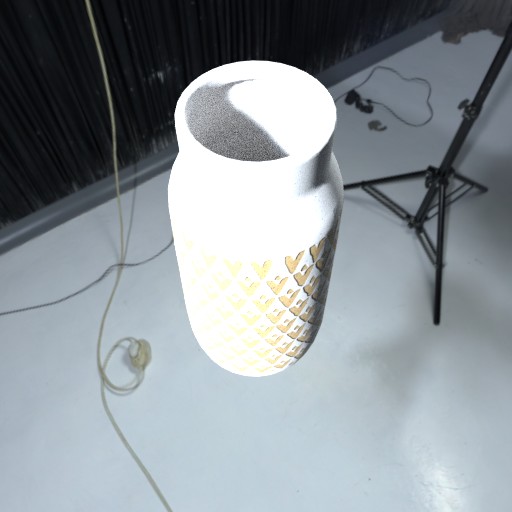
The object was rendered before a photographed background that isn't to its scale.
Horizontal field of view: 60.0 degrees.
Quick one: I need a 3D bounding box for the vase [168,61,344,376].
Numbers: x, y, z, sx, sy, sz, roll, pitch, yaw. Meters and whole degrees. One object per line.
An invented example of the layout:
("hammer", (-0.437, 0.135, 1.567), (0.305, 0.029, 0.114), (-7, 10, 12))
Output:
("vase", (0.000, 0.000, 0.375), (0.137, 0.307, 0.137), (0, 58, 0))
